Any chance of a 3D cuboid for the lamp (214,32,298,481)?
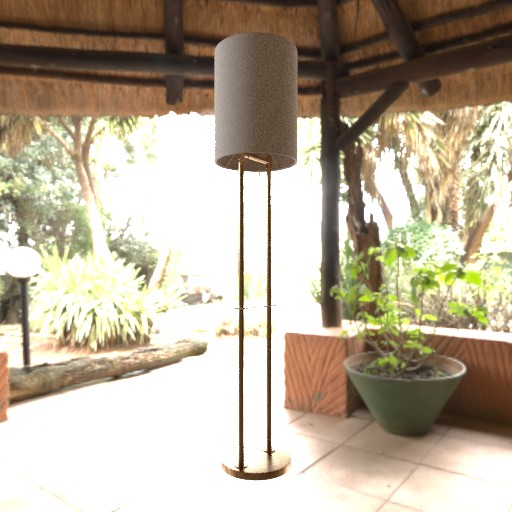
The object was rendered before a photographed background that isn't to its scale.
[{"bbox_3d":[0.000,0.000,1.618,0.305,1.500,0.306,-2,-3,37],"label":"lamp"}]
